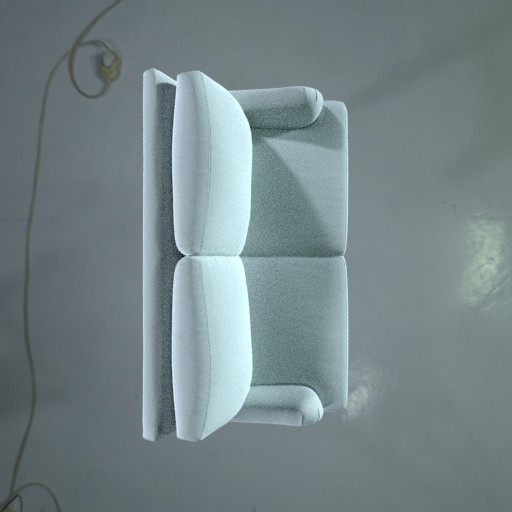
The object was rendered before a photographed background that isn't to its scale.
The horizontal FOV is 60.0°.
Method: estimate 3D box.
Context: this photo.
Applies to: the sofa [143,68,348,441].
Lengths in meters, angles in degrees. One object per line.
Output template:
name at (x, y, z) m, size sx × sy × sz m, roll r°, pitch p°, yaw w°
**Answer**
sofa at (0.000, 0.000, 2.560) m, size 1.084 × 1.101 × 1.853 m, roll 0°, pitch 90°, yaw 0°
